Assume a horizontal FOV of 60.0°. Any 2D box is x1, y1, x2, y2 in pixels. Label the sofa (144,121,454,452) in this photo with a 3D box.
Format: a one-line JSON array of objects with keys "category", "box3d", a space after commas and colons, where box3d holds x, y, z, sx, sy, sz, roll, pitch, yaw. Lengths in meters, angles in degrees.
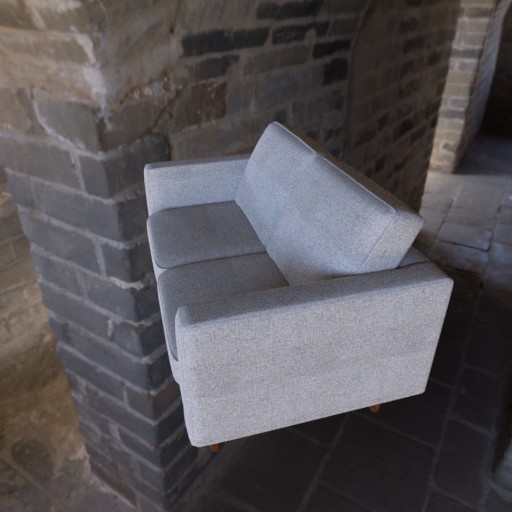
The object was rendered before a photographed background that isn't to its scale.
[{"category": "sofa", "box3d": [0.000, 0.000, 2.146, 0.969, 0.973, 1.527, -8, 31, -14]}]
